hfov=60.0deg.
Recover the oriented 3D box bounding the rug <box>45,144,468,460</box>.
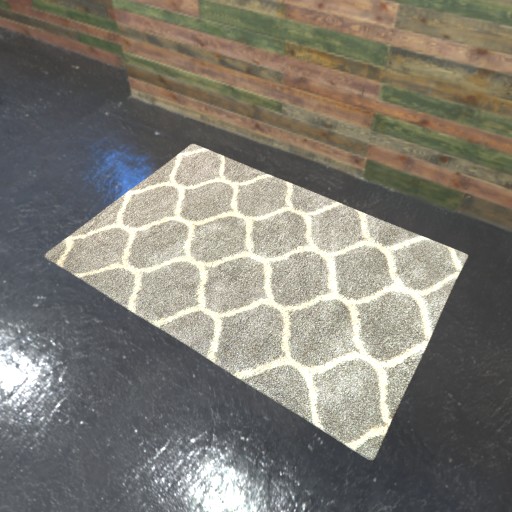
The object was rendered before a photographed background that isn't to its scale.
[{"bbox_3d":[0.000,0.000,3.377,2.701,0.026,1.801,26,53,22],"label":"rug"}]
